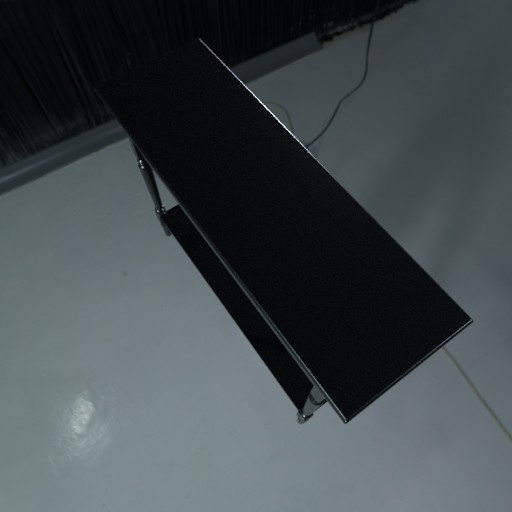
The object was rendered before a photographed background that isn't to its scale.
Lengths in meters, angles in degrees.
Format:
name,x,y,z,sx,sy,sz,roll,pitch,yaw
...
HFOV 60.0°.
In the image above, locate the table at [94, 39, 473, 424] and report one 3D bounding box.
name,x,y,z,sx,sy,sz,roll,pitch,yaw
table,0.000,0.000,1.546,0.386,0.819,1.191,-32,67,-15
